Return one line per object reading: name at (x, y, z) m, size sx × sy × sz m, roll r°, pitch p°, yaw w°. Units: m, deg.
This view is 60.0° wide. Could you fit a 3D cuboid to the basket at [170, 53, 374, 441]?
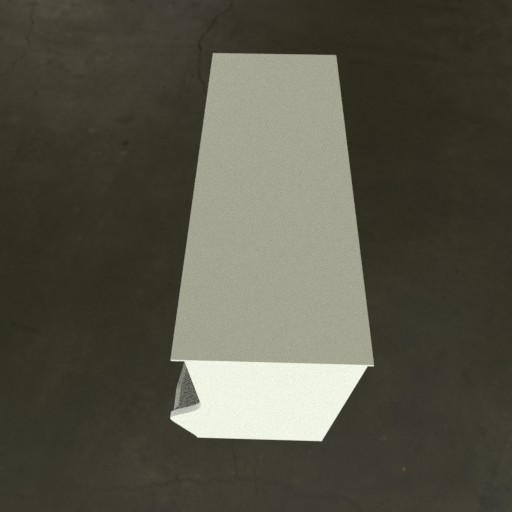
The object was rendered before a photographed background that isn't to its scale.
basket at (0.000, 0.000, 1.146) m, size 0.376 × 0.625 × 0.792 m, roll 1°, pitch 57°, yaw 1°
